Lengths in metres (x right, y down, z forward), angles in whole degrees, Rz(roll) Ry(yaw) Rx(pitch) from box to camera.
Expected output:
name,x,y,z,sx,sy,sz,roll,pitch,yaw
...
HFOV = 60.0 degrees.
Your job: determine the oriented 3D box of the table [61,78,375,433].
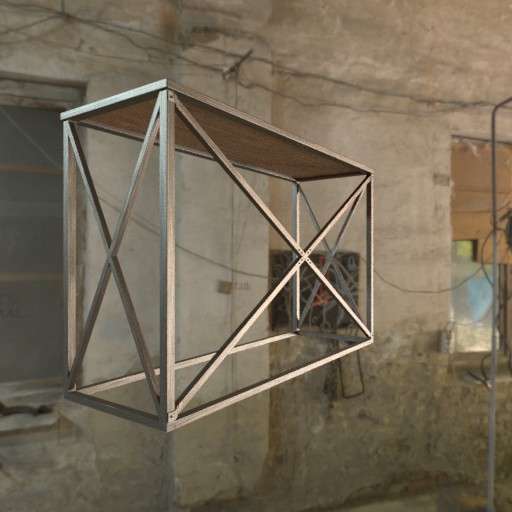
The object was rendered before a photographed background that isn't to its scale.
name,x,y,z,sx,sy,sz,roll,pitch,yaw
table,0.000,0.000,1.547,0.402,0.753,1.216,0,0,35
